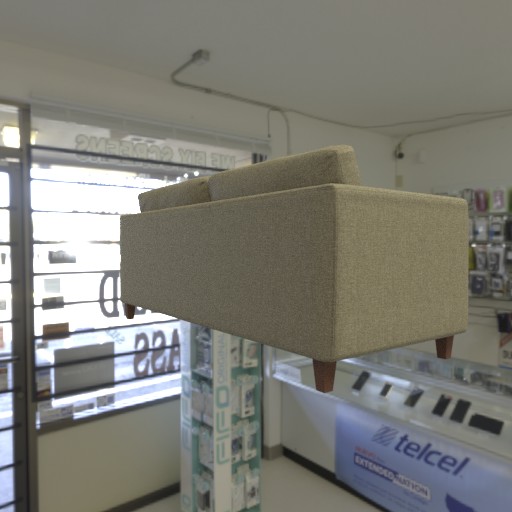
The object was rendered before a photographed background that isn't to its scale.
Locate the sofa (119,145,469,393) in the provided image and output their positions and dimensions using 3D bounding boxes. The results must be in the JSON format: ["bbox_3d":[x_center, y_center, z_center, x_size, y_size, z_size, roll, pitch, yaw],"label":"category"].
[{"bbox_3d":[0.000,0.000,2.698,0.956,0.960,2.208,-1,2,-36],"label":"sofa"}]
